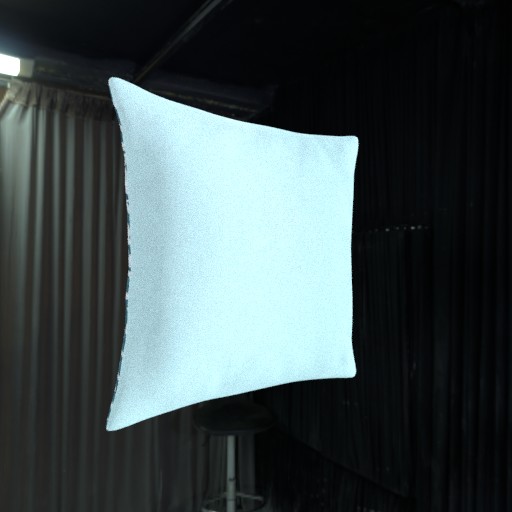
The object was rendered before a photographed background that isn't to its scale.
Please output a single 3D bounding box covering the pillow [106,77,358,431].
[{"bbox_3d":[0.000,0.000,0.787,0.525,0.508,0.166,0,-1,-36],"label":"pillow"}]
